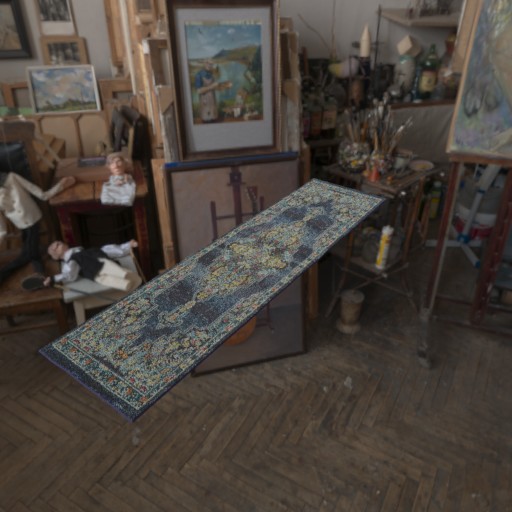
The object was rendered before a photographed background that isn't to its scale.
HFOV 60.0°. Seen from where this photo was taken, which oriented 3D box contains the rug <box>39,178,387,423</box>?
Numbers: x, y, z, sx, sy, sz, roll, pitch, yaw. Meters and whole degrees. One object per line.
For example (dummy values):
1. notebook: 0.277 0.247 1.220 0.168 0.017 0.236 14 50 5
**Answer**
1. rug: 0.000 0.000 2.493 0.602 0.016 2.283 22 39 30
